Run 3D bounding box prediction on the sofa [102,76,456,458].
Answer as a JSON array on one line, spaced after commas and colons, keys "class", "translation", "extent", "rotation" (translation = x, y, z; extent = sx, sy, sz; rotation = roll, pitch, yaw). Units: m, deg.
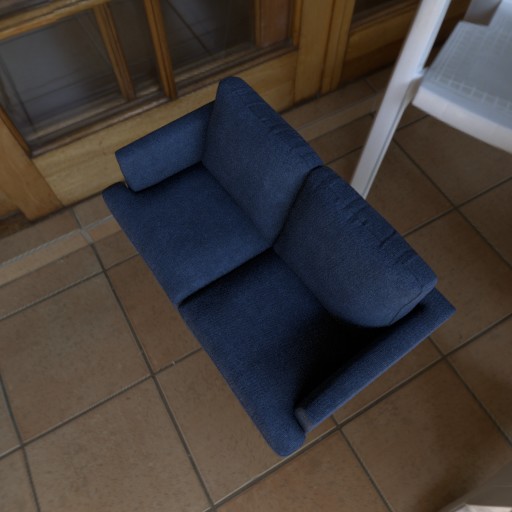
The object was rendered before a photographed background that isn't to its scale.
[{"class": "sofa", "translation": [0.000, 0.000, 2.139], "extent": [0.903, 0.944, 1.582], "rotation": [-33, 68, -15]}]
